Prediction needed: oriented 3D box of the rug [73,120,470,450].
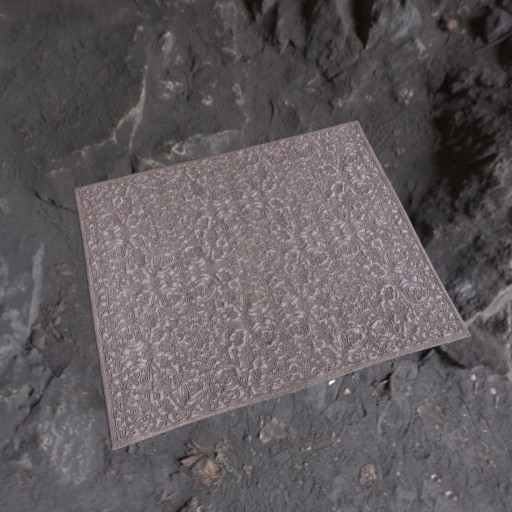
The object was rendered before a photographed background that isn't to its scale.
[{"bbox_3d":[0.000,0.000,4.030,3.017,0.035,2.472,-15,65,-7],"label":"rug"}]
